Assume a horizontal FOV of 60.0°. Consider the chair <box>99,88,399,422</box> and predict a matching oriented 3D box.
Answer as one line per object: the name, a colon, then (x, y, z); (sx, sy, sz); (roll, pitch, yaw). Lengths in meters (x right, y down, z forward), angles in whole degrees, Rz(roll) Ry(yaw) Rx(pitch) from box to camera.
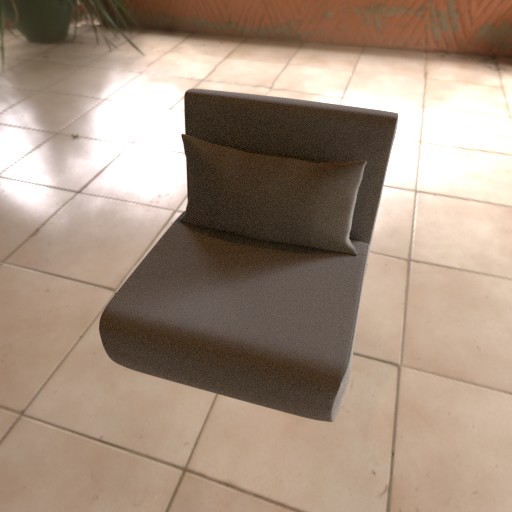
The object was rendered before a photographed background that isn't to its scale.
chair: (0.000, 0.000, 1.538); (0.770, 0.808, 0.902); (11, 43, 12)
